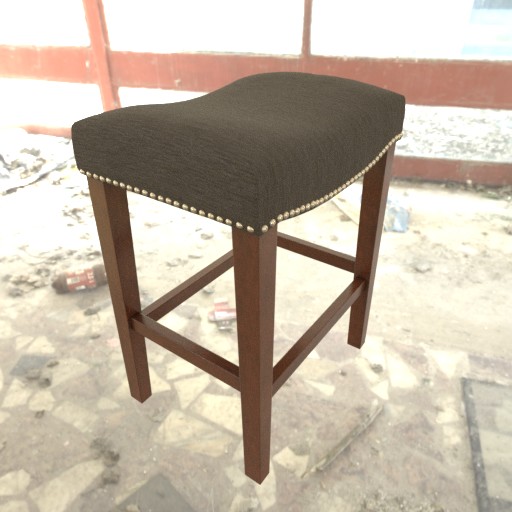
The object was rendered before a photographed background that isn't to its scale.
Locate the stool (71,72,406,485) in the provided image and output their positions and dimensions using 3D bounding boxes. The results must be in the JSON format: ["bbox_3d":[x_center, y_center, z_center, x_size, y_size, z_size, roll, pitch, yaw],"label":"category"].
[{"bbox_3d":[0.000,0.000,0.922,0.372,0.654,0.504,21,37,30],"label":"stool"}]
